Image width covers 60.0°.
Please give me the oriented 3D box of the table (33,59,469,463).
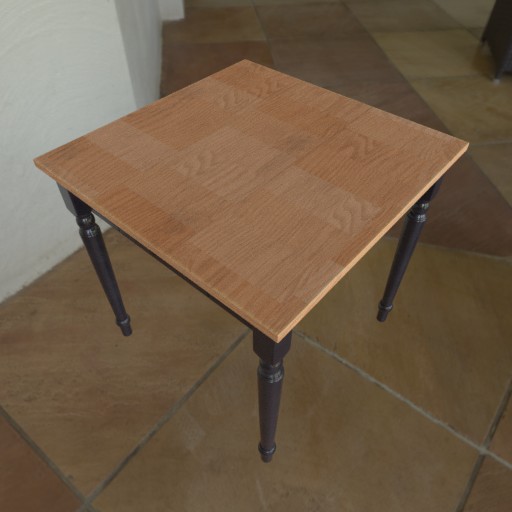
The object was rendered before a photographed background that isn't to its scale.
[{"bbox_3d":[0.000,0.000,1.336,0.747,0.738,0.747,32,54,27],"label":"table"}]
